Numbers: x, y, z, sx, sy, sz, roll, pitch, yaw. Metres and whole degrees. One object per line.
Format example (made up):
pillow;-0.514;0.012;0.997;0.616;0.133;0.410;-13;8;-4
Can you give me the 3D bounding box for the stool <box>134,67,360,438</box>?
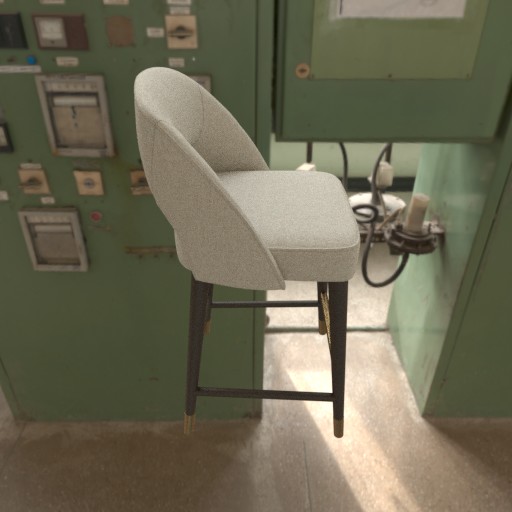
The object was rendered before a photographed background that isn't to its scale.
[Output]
stool;0.000;0.000;1.206;0.509;0.940;0.494;1;32;1
